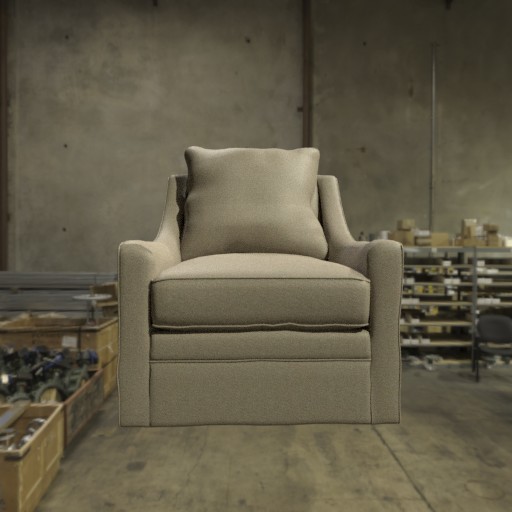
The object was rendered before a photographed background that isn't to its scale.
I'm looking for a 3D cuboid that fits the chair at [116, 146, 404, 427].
[{"bbox_3d":[0.000,0.000,1.589,0.760,0.942,0.876,0,1,-2],"label":"chair"}]
